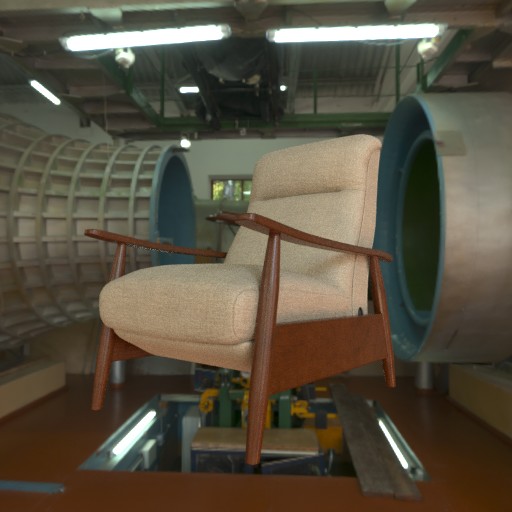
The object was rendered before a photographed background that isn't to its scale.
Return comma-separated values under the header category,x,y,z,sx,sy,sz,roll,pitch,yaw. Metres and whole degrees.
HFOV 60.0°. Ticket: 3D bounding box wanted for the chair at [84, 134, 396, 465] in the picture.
category,x,y,z,sx,sy,sz,roll,pitch,yaw
chair,0.000,0.000,1.722,0.762,1.082,1.014,-1,-2,38
